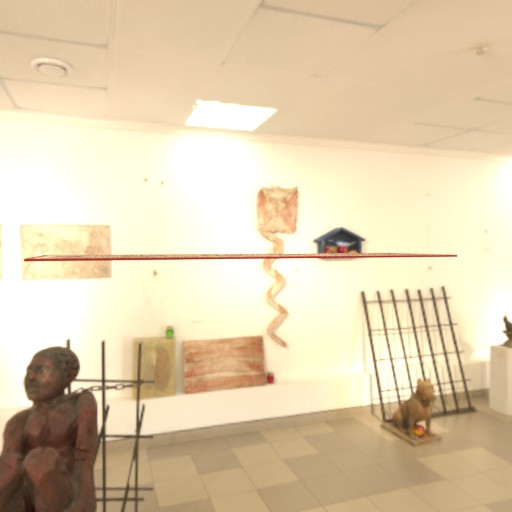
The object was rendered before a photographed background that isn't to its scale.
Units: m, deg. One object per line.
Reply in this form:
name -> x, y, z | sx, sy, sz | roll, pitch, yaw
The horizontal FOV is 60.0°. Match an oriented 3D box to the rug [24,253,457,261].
rug -> 0.000, 0.000, 2.543 | 2.292, 0.015, 0.659 | 0, 1, -19
